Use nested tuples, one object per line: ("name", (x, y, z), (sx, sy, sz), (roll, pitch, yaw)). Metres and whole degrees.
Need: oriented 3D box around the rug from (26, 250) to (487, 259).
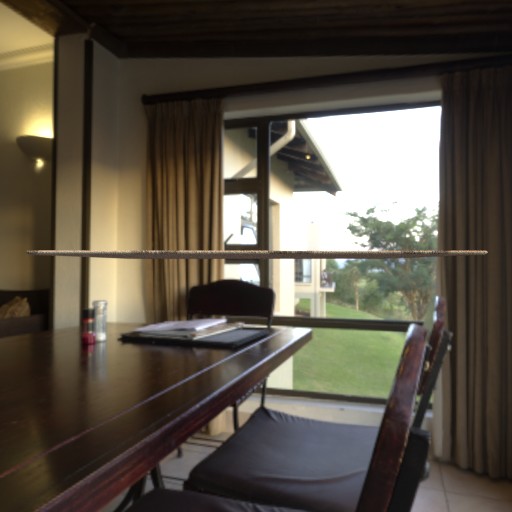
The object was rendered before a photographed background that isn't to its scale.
("rug", (0.000, 0.000, 4.053), (3.000, 0.026, 2.399), (0, -1, -1))
